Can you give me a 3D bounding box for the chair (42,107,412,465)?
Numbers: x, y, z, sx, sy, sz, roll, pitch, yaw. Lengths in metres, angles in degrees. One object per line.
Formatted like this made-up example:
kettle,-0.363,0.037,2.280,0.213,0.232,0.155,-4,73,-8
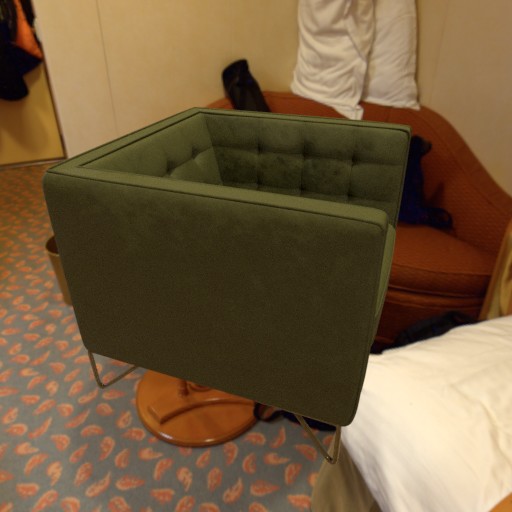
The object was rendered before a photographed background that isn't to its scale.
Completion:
chair,0.000,0.000,1.534,0.894,0.790,0.880,10,32,18
